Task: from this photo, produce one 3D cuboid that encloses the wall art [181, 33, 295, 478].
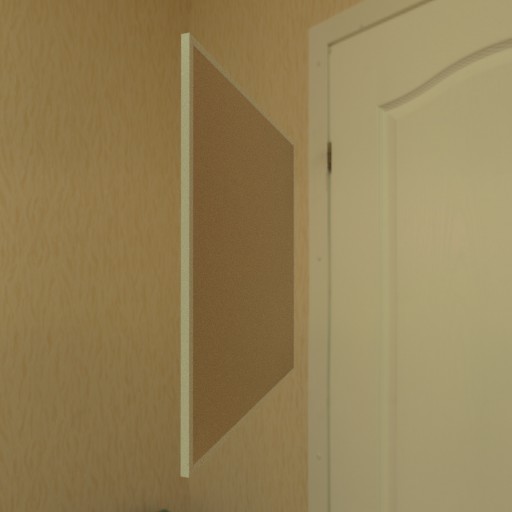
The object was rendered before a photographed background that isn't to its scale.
[{"bbox_3d":[0.000,0.000,0.821,0.012,0.557,0.557,0,0,19],"label":"wall art"}]
